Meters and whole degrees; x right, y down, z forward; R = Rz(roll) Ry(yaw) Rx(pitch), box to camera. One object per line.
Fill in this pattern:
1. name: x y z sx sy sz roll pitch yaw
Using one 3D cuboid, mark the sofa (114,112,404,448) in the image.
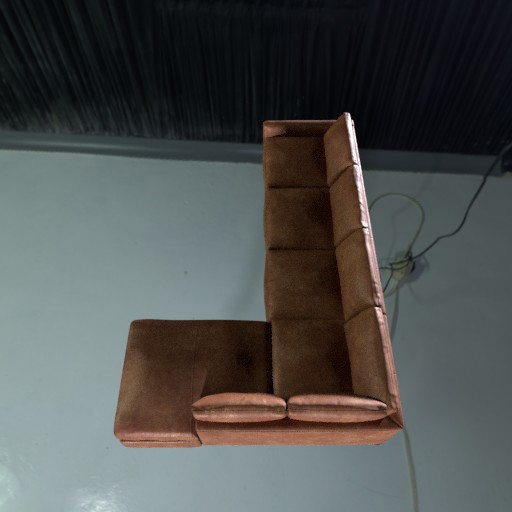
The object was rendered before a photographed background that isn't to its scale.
1. sofa: 0.000 0.000 3.816 1.938 0.877 2.984 0 58 0
